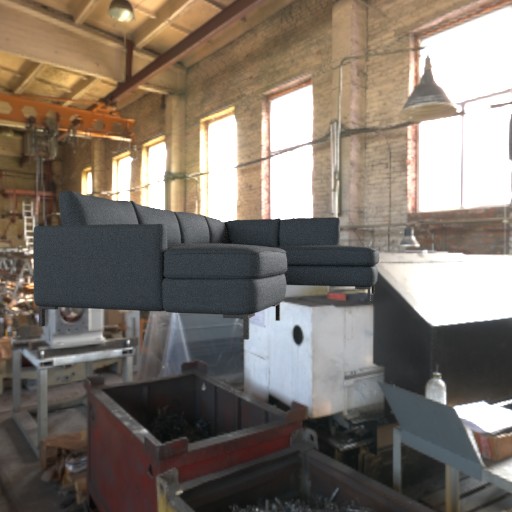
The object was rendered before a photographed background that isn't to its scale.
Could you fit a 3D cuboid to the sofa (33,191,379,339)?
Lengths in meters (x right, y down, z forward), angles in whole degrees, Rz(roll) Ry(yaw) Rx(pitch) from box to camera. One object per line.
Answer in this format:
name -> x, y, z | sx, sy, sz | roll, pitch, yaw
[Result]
sofa -> 0.000, 0.000, 3.844 | 1.984, 0.858, 2.975 | 0, 1, 17
